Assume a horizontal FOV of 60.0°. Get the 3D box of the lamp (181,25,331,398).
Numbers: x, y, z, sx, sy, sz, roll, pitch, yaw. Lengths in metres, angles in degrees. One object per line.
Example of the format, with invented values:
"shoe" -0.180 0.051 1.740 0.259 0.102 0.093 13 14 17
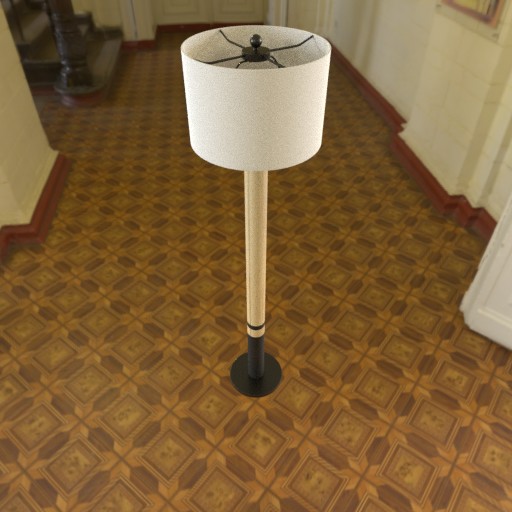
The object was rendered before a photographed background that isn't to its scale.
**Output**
"lamp" 0.000 0.000 1.601 0.381 1.478 0.381 27 47 27
